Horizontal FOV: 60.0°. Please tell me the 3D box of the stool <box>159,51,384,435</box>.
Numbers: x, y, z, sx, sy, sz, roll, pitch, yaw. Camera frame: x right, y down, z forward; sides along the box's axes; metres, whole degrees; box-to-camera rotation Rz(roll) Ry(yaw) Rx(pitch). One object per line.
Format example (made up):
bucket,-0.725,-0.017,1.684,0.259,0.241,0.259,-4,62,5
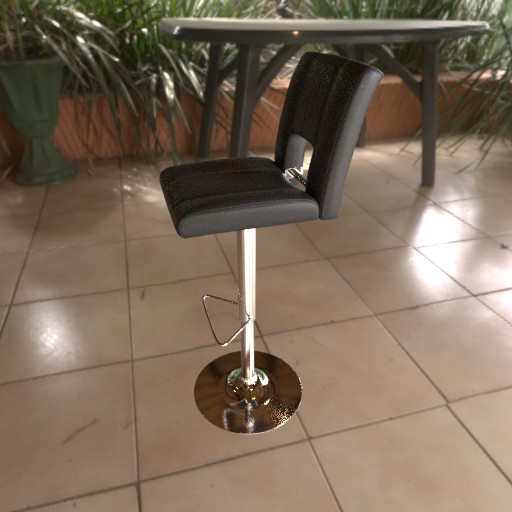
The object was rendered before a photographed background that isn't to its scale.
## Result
stool,0.000,0.000,1.404,0.520,1.151,0.415,-9,31,-15
